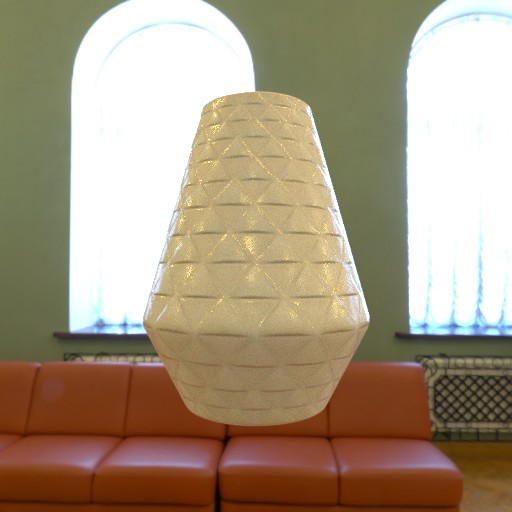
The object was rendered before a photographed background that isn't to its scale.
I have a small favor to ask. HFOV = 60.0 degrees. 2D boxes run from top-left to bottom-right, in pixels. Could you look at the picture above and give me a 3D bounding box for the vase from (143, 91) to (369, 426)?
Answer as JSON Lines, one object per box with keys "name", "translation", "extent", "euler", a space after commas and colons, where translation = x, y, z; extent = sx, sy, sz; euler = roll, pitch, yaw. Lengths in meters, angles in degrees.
{"name": "vase", "translation": [0.000, 0.000, 0.353], "extent": [0.175, 0.230, 0.175], "euler": [0, -2, 0]}
